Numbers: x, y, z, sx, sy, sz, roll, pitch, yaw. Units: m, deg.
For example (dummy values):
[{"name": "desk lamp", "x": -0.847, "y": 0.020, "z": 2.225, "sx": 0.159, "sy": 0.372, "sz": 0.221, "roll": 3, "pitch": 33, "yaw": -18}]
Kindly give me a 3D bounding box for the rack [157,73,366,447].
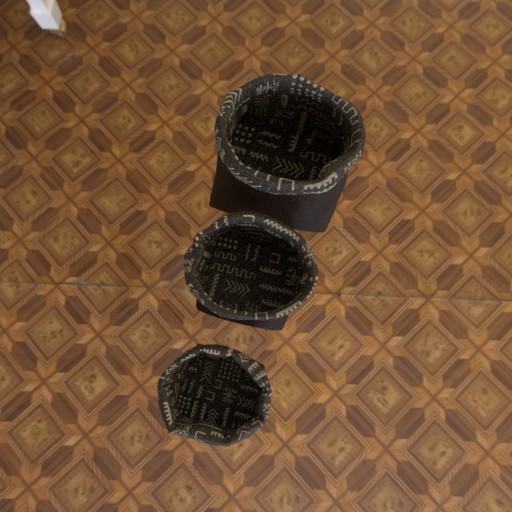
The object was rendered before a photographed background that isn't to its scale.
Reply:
[{"name": "rack", "x": 0.000, "y": 0.000, "z": 1.124, "sx": 0.379, "sy": 0.323, "sz": 0.905, "roll": 15, "pitch": 76, "yaw": 4}]
